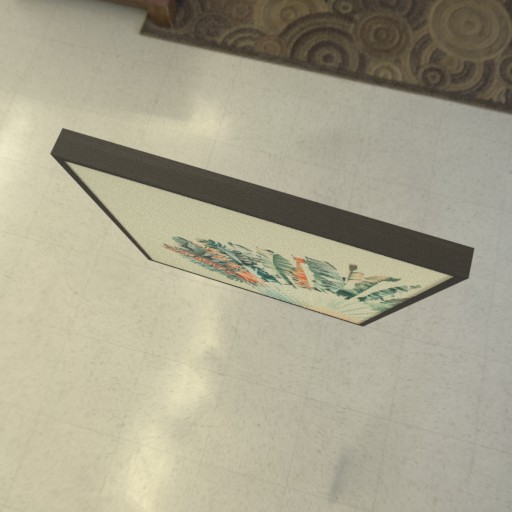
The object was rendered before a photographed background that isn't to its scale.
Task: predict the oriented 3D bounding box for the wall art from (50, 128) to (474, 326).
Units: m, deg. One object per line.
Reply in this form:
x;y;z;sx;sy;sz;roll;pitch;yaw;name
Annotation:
0.000;0.000;0.763;0.509;0.507;0.037;17;76;5;wall art
